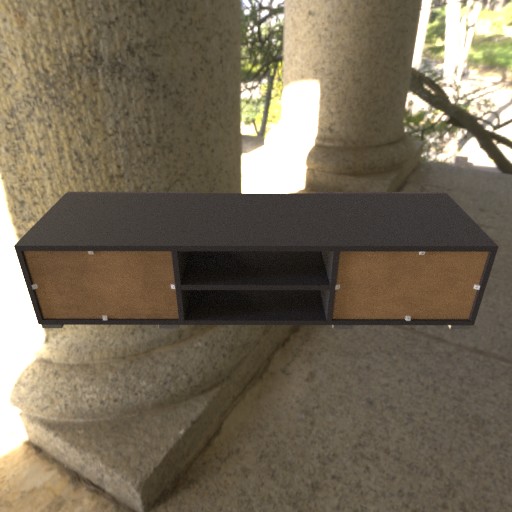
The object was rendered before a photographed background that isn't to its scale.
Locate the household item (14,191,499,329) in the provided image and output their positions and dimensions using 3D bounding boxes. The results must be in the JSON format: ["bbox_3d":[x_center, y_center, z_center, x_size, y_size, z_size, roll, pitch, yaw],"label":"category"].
[{"bbox_3d":[0.000,0.000,1.538,1.400,0.310,0.420,0,30,0],"label":"household item"}]
